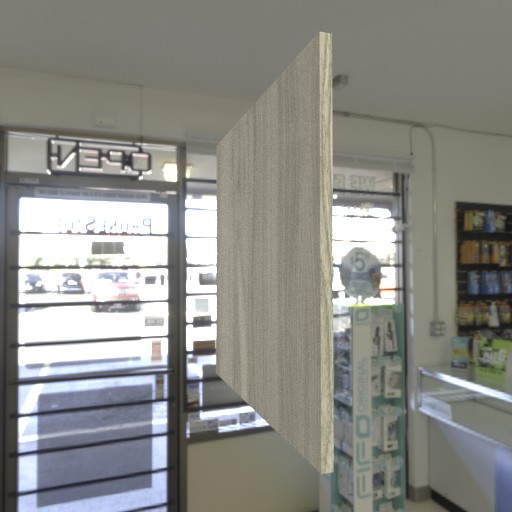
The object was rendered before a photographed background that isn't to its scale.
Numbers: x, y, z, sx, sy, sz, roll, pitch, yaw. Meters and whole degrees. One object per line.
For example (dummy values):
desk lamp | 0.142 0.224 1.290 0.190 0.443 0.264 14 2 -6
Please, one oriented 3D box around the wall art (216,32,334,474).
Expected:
wall art | 0.000 0.000 0.750 0.016 0.507 0.508 1 -2 -19
